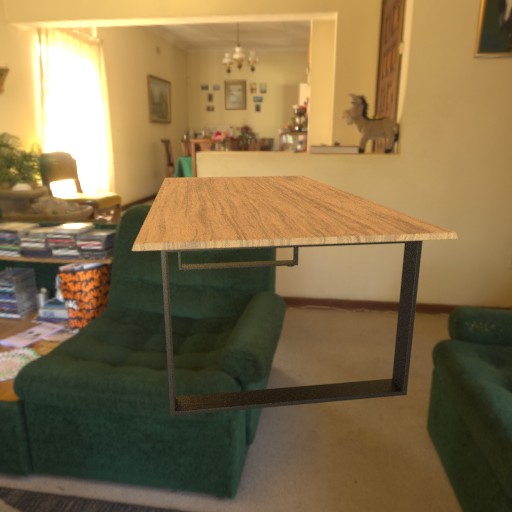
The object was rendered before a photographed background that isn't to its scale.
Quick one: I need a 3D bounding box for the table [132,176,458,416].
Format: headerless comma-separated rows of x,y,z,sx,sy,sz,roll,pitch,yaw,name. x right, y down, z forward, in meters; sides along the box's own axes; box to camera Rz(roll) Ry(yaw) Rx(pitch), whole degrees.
0.000,0.000,1.610,0.693,0.445,1.331,-2,16,-8,table
